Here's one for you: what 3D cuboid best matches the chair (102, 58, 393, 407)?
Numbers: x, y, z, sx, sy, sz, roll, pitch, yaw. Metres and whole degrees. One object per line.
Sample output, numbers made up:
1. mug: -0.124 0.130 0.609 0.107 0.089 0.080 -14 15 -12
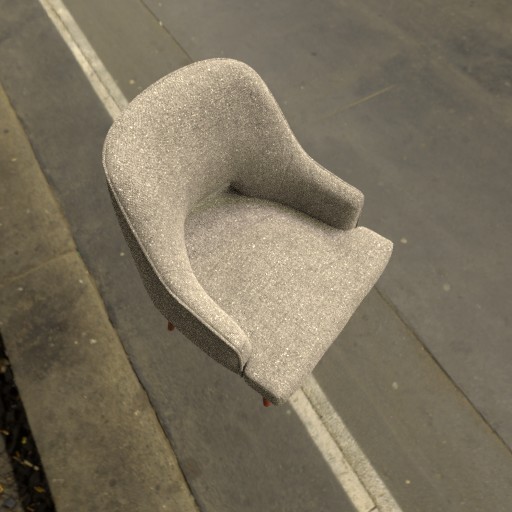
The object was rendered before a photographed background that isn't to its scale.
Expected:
1. chair: 0.000 0.000 1.285 0.629 0.875 0.608 33 64 19
